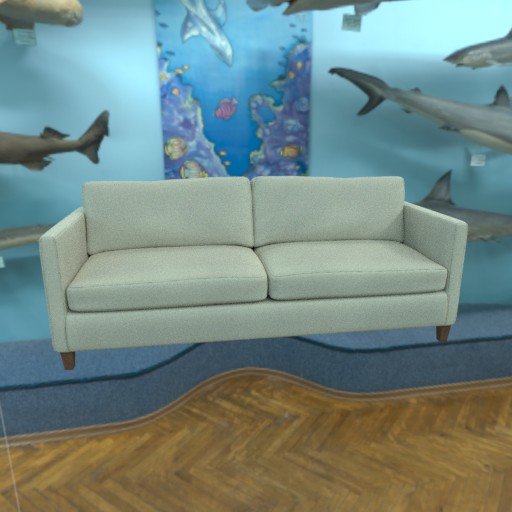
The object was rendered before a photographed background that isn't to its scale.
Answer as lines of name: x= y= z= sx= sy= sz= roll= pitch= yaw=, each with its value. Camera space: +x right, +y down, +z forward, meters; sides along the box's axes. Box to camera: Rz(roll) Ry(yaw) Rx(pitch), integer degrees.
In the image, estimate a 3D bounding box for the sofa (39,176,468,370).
sofa: x=0.000 y=0.000 z=2.870 sx=2.361 sy=0.968 sz=0.951 roll=-2 pitch=16 yaw=-8
